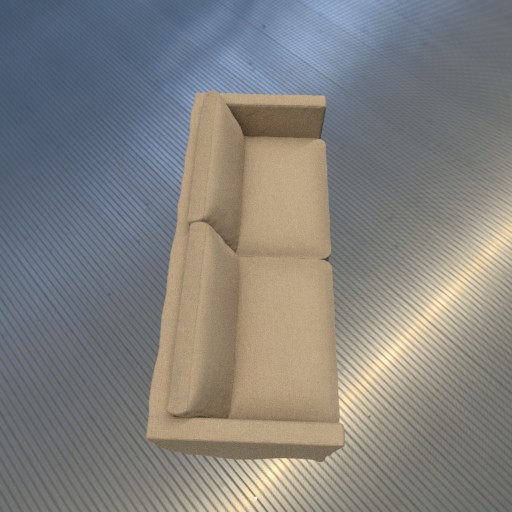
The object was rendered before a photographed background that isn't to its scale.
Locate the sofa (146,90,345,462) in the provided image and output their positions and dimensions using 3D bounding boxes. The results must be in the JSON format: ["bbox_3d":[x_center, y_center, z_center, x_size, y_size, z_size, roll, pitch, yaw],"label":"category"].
[{"bbox_3d":[0.000,0.000,2.824,0.962,0.853,2.312,2,61,1],"label":"sofa"}]
